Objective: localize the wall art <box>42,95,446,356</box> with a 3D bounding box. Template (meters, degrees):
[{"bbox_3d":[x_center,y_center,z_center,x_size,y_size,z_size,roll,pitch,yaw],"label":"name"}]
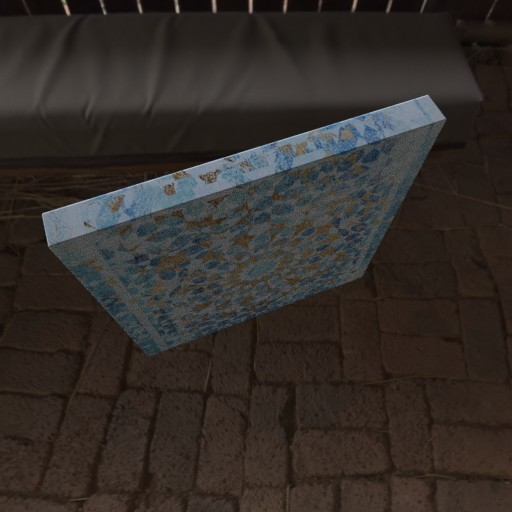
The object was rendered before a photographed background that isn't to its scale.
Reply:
[{"bbox_3d":[0.000,0.000,0.611,0.405,0.405,0.037,-19,65,-9],"label":"wall art"}]
